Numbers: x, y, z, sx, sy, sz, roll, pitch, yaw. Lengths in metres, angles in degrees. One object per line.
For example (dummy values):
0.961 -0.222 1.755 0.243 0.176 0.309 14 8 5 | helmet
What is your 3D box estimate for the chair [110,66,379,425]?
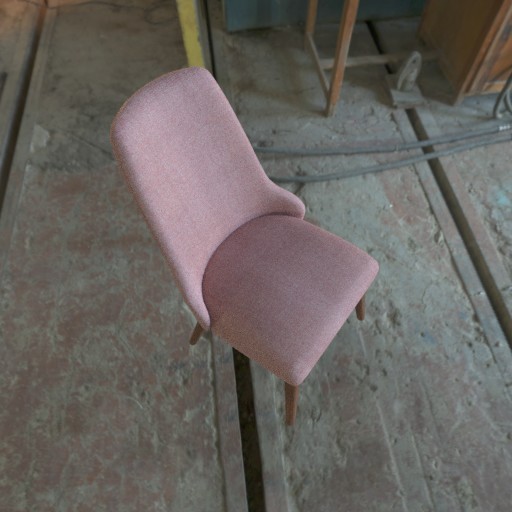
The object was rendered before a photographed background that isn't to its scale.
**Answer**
0.000 0.000 1.373 0.707 0.918 0.535 33 64 19 | chair
